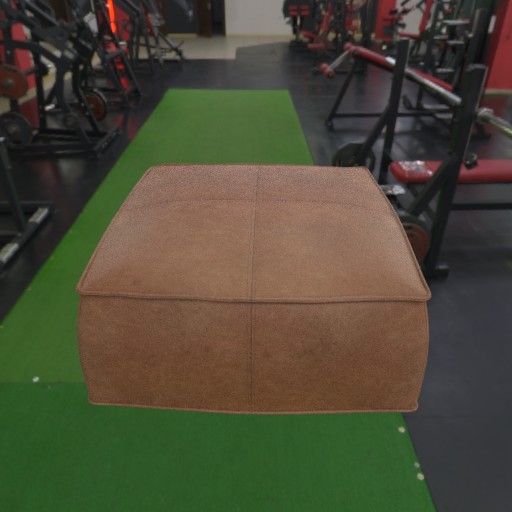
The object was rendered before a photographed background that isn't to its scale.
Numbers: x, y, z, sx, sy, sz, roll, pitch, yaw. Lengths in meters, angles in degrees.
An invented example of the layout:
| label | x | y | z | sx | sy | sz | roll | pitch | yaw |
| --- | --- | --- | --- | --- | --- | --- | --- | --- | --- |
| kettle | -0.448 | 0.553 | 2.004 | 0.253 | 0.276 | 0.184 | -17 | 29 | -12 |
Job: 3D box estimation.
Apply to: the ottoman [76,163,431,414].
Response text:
| label | x | y | z | sx | sy | sz | roll | pitch | yaw |
| --- | --- | --- | --- | --- | --- | --- | --- | --- | --- |
| ottoman | 0.000 | 0.000 | 1.401 | 0.902 | 0.395 | 0.901 | 1 | 32 | 1 |
